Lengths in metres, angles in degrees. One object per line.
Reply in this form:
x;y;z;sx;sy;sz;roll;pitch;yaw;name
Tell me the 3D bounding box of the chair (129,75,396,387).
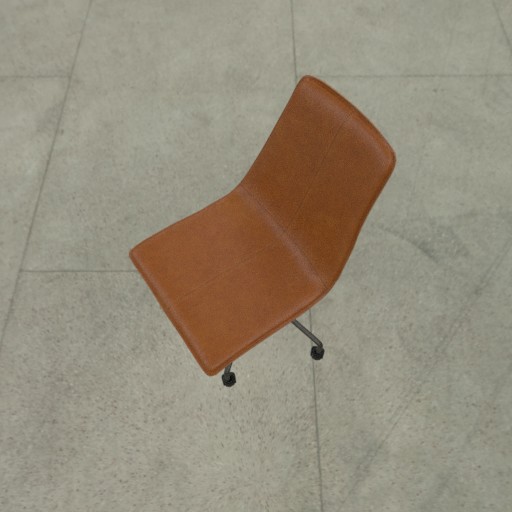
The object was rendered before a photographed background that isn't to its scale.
0.000;0.000;1.397;0.660;0.920;0.651;-32;67;-15;chair
